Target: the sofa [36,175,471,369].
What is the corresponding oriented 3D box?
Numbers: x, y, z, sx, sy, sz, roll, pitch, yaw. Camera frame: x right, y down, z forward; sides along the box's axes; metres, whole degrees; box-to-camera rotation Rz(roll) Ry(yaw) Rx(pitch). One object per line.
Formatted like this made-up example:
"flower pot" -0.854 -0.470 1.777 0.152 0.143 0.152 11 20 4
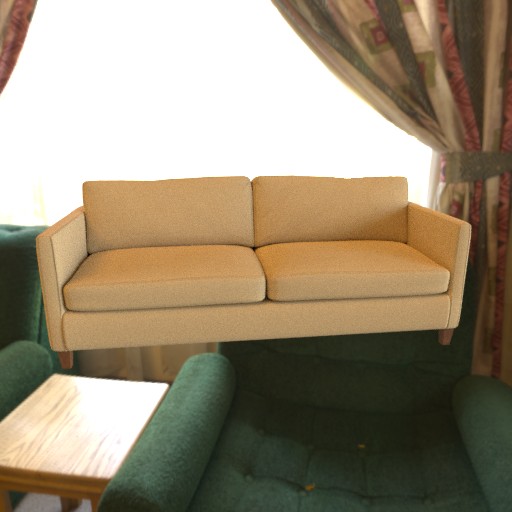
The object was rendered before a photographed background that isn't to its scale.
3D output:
"sofa" 0.000 0.000 2.843 2.361 0.968 0.951 -2 17 -7
